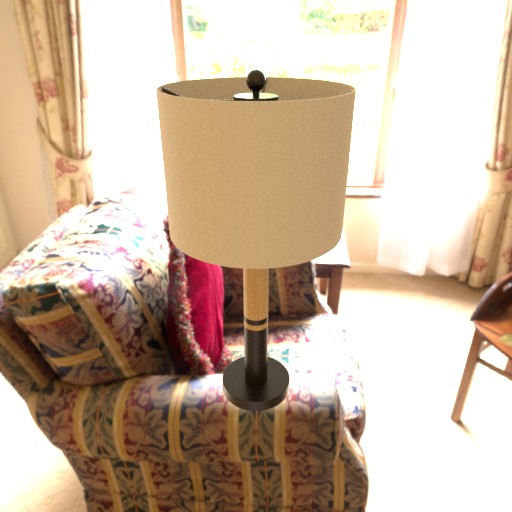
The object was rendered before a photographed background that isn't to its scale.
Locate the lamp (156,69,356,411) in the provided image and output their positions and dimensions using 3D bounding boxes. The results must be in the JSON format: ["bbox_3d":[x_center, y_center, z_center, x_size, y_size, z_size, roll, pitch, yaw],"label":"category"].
[{"bbox_3d":[0.000,0.000,0.822,0.305,0.640,0.305,-18,32,-31],"label":"lamp"}]
